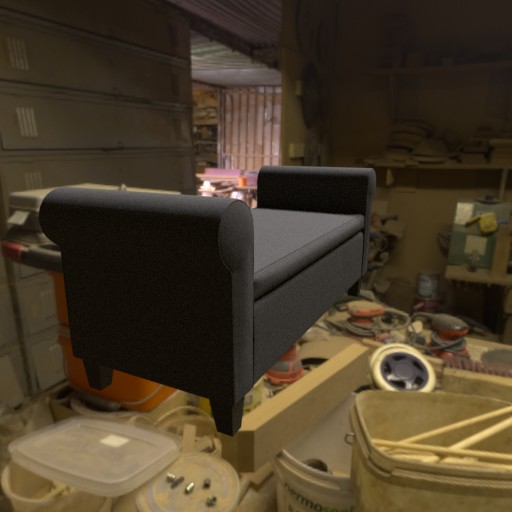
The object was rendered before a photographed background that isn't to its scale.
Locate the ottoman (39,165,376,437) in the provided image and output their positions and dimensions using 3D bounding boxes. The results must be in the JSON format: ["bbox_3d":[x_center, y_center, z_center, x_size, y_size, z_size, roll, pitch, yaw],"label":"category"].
[{"bbox_3d":[0.000,0.000,1.522,0.521,0.547,1.256,8,16,27],"label":"ottoman"}]
